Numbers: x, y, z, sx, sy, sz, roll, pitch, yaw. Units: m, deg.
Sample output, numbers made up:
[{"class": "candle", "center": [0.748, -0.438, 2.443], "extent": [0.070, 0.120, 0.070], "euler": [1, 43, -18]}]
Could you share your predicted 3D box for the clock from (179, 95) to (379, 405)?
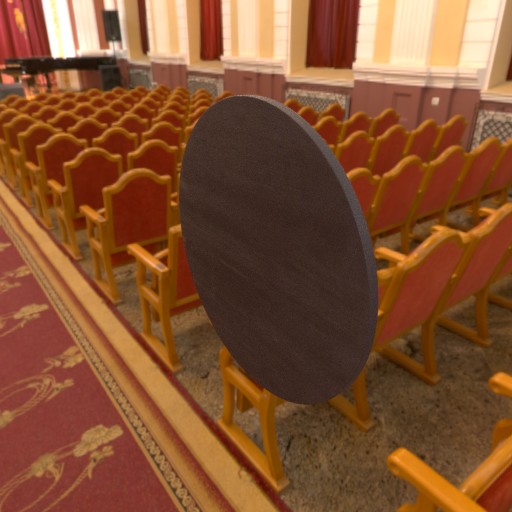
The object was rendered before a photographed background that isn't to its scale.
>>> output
[{"class": "clock", "center": [0.000, 0.000, 0.870], "extent": [0.029, 0.595, 0.595], "euler": [-17, 31, -32]}]
